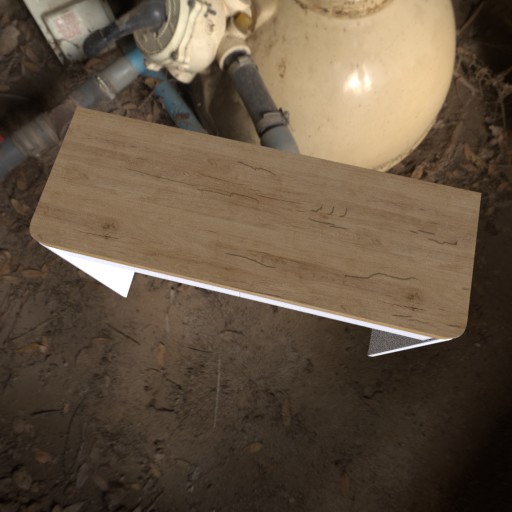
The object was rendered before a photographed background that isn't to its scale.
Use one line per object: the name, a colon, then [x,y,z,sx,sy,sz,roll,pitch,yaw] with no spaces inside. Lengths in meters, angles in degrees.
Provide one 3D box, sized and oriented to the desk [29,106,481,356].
desk: [0.000,0.000,1.491,1.100,0.760,0.390,13,75,4]
